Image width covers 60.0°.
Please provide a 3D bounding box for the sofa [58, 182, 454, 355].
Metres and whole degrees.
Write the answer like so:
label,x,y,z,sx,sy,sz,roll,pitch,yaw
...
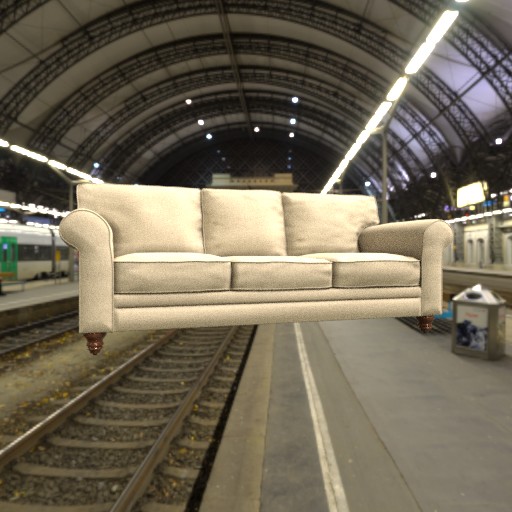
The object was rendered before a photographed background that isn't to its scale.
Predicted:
label,x,y,z,sx,sy,sz,roll,pitch,yaw
sofa,0.000,0.000,2.673,2.118,0.889,0.998,0,0,-18
